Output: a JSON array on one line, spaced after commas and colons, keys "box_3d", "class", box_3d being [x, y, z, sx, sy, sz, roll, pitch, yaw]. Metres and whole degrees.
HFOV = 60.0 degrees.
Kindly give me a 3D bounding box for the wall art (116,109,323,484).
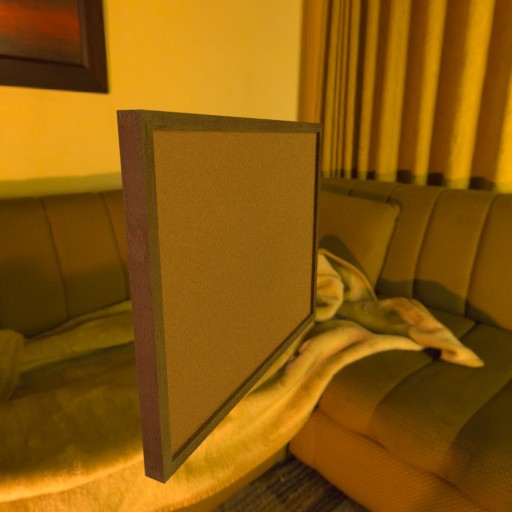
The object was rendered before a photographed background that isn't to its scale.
[{"box_3d": [0.000, 0.000, 1.710, 0.070, 1.009, 1.320, 7, 17, 25], "class": "wall art"}]
